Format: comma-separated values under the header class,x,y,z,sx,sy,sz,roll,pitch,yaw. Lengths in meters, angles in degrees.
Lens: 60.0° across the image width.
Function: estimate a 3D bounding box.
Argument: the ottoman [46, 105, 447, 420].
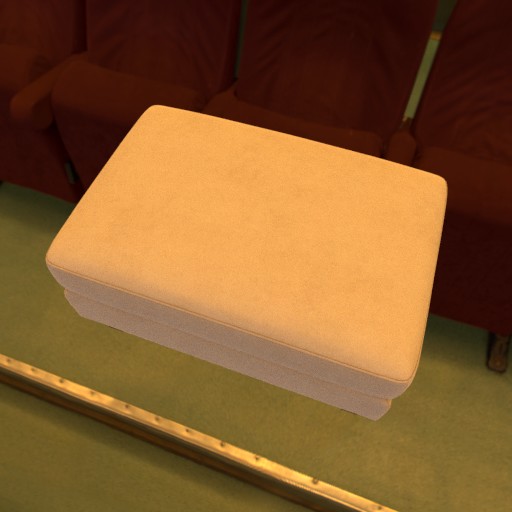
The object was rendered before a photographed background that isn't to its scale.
class,x,y,z,sx,sy,sz,roll,pitch,yaw
ottoman,0.000,0.000,1.211,0.864,0.483,0.584,17,60,10
